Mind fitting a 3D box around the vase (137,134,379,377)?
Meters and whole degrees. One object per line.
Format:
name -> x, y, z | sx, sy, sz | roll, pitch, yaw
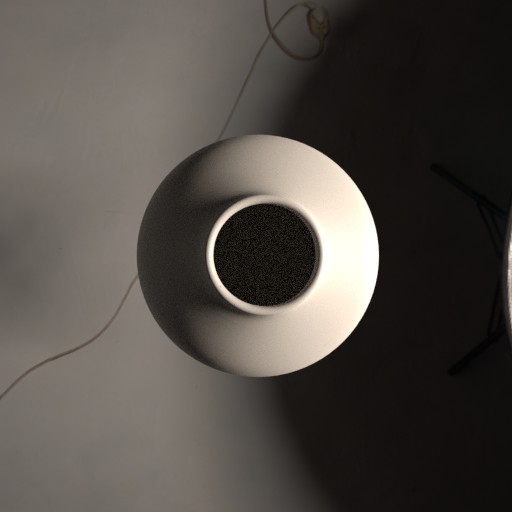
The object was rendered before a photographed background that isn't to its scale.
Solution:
vase -> 0.000, 0.000, 0.349 | 0.169, 0.237, 0.169 | 0, 90, -2
